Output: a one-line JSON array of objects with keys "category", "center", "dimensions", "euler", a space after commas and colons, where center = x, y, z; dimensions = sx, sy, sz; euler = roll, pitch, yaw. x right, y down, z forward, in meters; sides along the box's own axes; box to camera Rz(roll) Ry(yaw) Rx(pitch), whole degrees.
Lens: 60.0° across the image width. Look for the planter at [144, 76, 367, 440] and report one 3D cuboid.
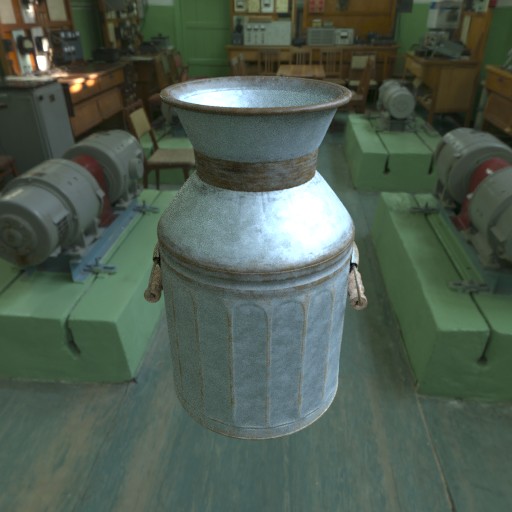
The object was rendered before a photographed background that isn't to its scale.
[{"category": "planter", "center": [0.000, 0.000, 0.501], "dimensions": [0.248, 0.358, 0.215], "euler": [2, 30, 3]}]
